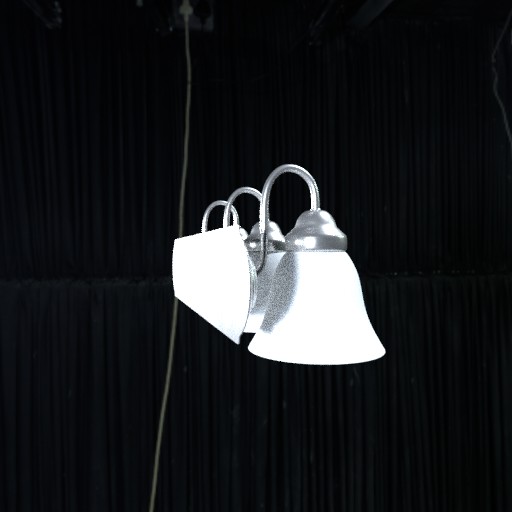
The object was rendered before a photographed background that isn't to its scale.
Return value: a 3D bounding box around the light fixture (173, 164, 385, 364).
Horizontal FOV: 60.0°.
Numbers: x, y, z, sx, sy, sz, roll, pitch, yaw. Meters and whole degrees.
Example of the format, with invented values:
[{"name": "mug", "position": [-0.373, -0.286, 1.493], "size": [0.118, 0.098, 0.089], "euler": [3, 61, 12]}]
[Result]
[{"name": "light fixture", "position": [0.000, 0.000, 0.721], "size": [0.199, 0.222, 0.610], "euler": [0, 0, -17]}]
